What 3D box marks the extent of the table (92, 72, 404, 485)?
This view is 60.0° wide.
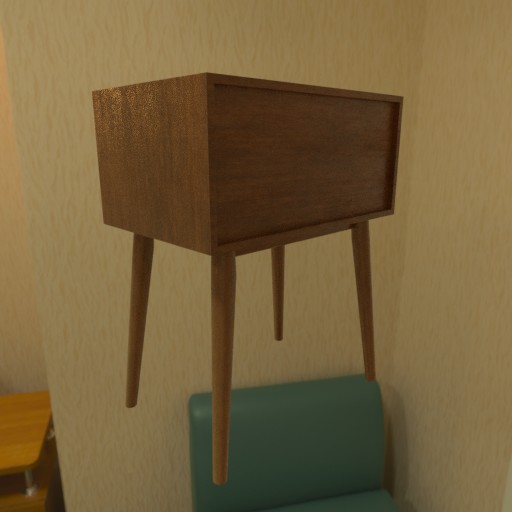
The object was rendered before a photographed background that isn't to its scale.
[{"bbox_3d":[0.000,0.000,0.842,0.454,0.580,0.307,-14,20,-42],"label":"table"}]
